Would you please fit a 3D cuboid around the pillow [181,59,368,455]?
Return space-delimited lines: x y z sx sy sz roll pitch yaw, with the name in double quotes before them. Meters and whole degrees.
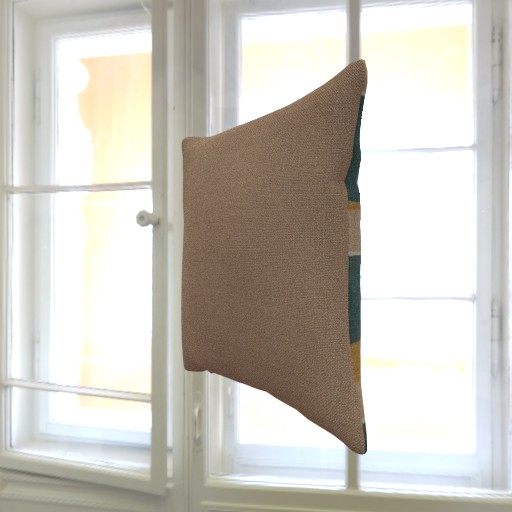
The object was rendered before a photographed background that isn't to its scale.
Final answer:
"pillow" 0.000 0.000 0.731 0.158 0.479 0.478 -1 1 -36
